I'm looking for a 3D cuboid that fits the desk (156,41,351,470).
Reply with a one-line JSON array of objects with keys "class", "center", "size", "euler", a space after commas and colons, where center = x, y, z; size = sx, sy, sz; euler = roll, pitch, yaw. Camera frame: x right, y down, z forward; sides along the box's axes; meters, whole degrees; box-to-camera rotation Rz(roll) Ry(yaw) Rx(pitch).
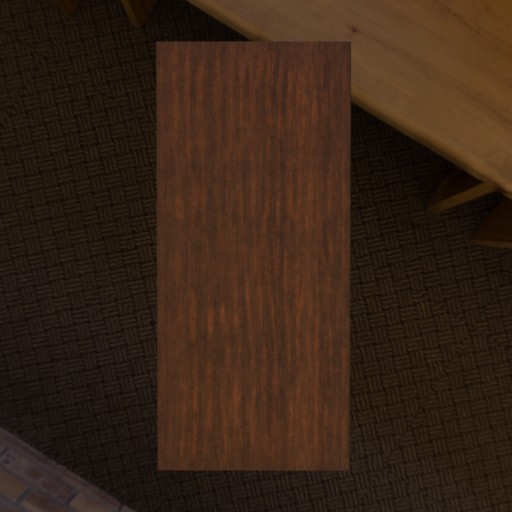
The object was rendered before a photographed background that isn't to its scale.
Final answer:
[{"class": "desk", "center": [0.000, 0.000, 2.008], "size": [0.724, 0.762, 1.575], "euler": [0, 91, 0]}]
